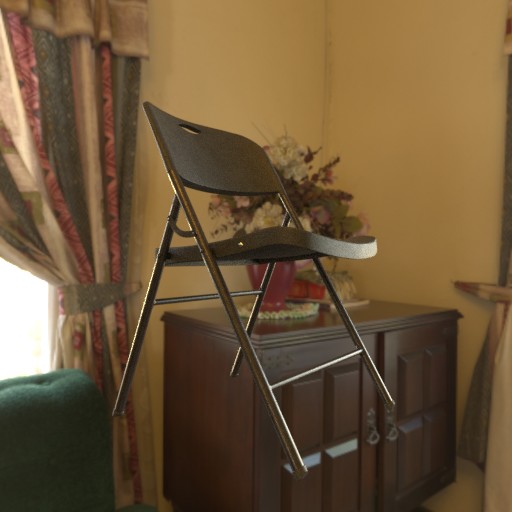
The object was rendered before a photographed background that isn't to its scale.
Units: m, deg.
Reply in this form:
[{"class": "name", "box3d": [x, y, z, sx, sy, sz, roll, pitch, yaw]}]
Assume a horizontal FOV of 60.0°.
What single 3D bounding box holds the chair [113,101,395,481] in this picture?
[{"class": "chair", "box3d": [0.000, 0.000, 1.154, 0.566, 0.810, 0.494, 0, -1, 37]}]
